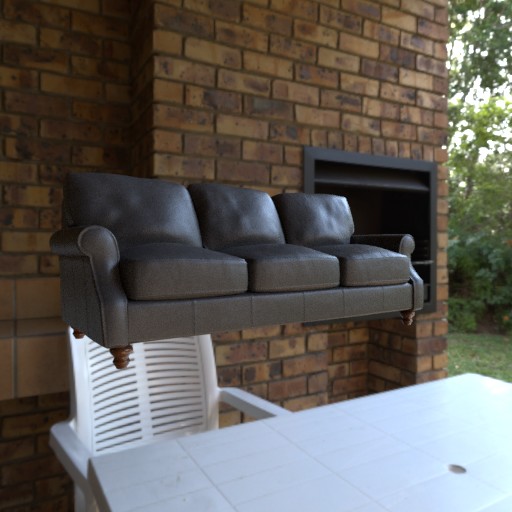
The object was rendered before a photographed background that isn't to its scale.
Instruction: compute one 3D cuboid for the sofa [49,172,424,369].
[{"bbox_3d":[0.000,0.000,2.878,2.387,0.977,0.974,-1,1,-34],"label":"sofa"}]
